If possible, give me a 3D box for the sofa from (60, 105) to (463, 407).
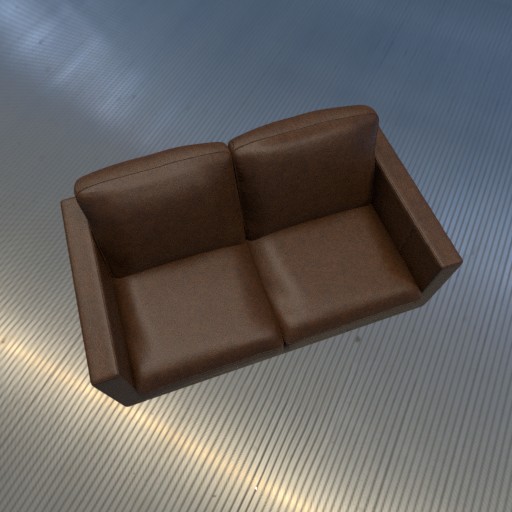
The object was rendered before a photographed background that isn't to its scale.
[{"bbox_3d":[0.000,0.000,2.115,1.578,0.951,0.909,-17,64,-9],"label":"sofa"}]
